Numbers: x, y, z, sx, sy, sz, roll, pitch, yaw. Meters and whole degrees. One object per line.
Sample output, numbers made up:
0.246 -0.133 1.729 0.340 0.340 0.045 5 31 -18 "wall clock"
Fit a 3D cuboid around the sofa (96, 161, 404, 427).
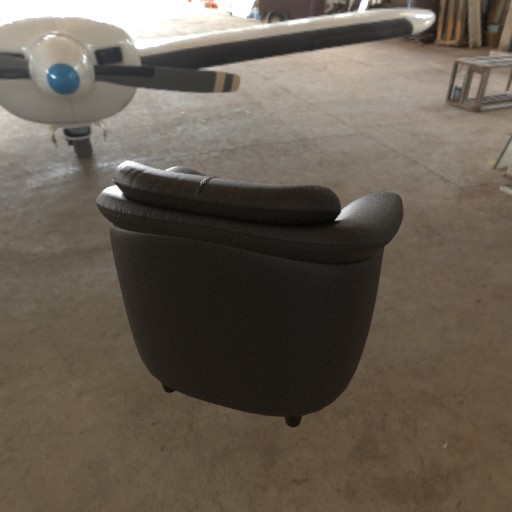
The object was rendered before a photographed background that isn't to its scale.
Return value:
0.000 0.000 1.456 0.870 0.811 0.794 10 34 15 "sofa"
